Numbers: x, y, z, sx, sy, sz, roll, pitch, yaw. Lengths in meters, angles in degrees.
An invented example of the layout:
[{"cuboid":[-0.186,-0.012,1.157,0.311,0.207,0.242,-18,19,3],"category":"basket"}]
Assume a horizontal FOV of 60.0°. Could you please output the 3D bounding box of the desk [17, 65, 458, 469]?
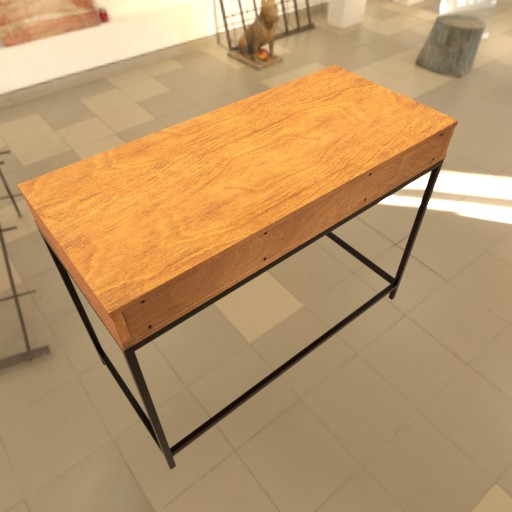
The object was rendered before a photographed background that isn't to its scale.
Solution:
[{"cuboid":[0.000,0.000,1.366,1.016,0.762,0.470,-30,53,-26],"category":"desk"}]
